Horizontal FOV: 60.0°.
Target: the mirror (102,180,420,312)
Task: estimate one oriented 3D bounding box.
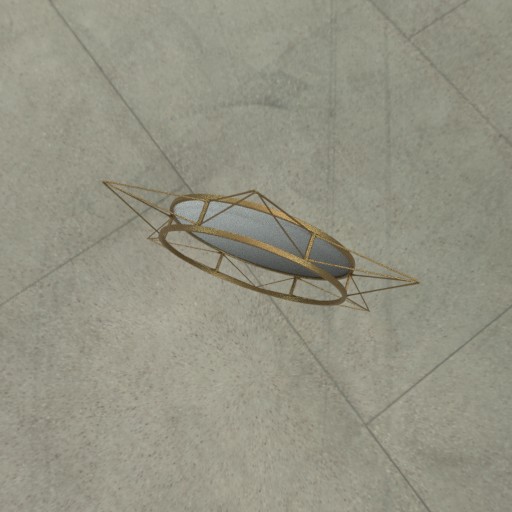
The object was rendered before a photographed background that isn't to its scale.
[{"bbox_3d":[0.000,0.000,0.799,0.498,0.581,0.062,18,76,5],"label":"mirror"}]
